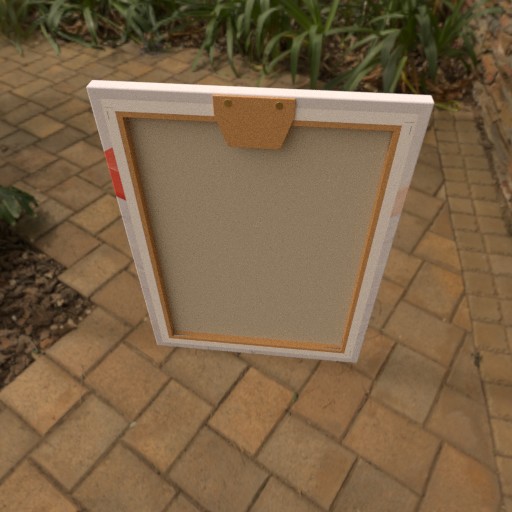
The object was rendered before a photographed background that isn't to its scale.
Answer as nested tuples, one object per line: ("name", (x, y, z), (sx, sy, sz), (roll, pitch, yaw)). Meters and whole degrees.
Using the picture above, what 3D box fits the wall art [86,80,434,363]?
("wall art", (0.000, 0.000, 1.326), (0.759, 1.014, 0.045), (4, 45, 4))
